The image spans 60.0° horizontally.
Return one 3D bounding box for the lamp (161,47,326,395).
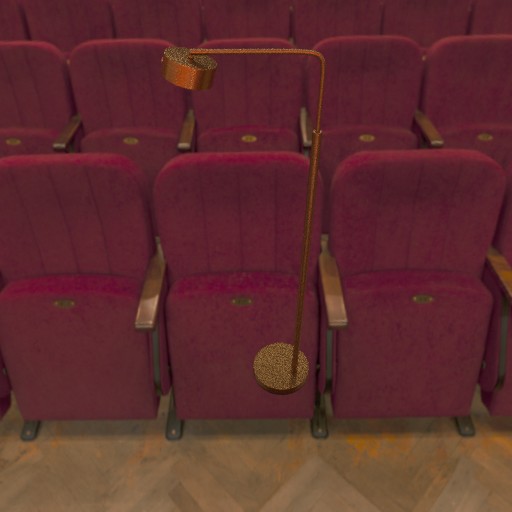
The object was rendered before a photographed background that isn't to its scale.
[{"bbox_3d":[0.000,0.000,1.375,0.418,1.230,0.219,0,41,0],"label":"lamp"}]
